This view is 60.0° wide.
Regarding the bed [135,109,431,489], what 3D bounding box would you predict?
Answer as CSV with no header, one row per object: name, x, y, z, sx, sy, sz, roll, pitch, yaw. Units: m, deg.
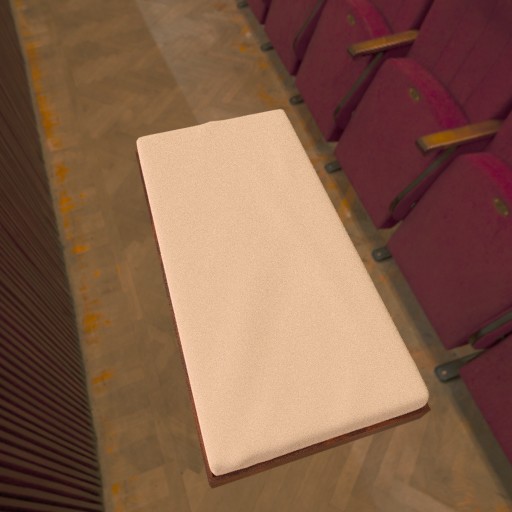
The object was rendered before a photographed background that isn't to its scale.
bed,0.000,0.000,2.230,0.940,0.312,1.860,-14,58,-9
